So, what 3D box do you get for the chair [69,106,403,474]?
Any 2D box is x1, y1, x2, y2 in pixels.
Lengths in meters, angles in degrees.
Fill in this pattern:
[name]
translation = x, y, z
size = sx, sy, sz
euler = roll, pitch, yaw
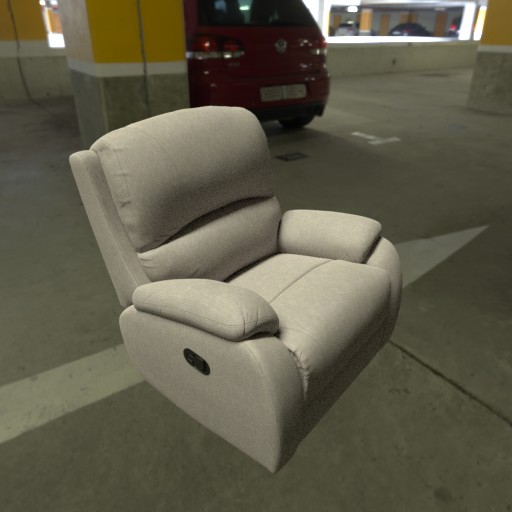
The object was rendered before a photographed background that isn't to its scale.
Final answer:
[chair]
translation = 0.000, 0.000, 1.681
size = 0.899, 1.011, 0.930
euler = 20, 33, 33
